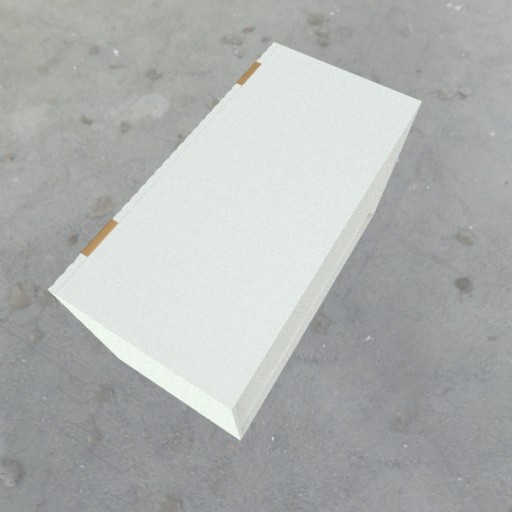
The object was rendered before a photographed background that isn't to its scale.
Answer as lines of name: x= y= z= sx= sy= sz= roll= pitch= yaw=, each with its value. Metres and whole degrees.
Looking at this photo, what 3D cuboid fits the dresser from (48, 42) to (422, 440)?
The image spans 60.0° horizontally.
dresser: x=0.000 y=0.000 z=1.349 sx=0.457 sy=0.721 sz=0.905 roll=29 pitch=66 yaw=14
